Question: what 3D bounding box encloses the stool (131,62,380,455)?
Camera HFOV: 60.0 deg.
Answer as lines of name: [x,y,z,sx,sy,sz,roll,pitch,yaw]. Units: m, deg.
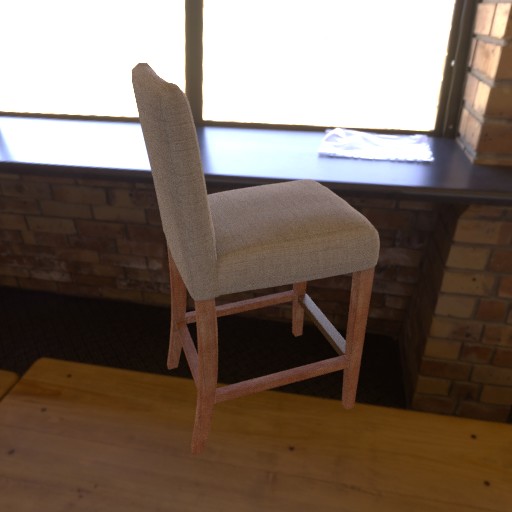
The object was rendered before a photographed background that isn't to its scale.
stool: [0.000,0.000,1.313,0.567,1.039,0.454,-10,31,-18]
